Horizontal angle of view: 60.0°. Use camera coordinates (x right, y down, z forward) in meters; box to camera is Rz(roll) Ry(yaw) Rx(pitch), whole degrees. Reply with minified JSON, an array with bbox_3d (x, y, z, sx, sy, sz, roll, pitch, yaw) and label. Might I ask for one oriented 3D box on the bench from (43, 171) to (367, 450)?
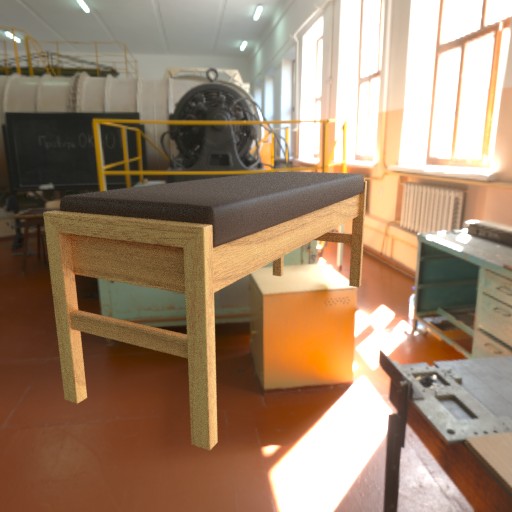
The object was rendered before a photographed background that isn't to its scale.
[{"bbox_3d":[0.000,0.000,1.418,0.405,0.480,1.200,7,15,26],"label":"bench"}]
